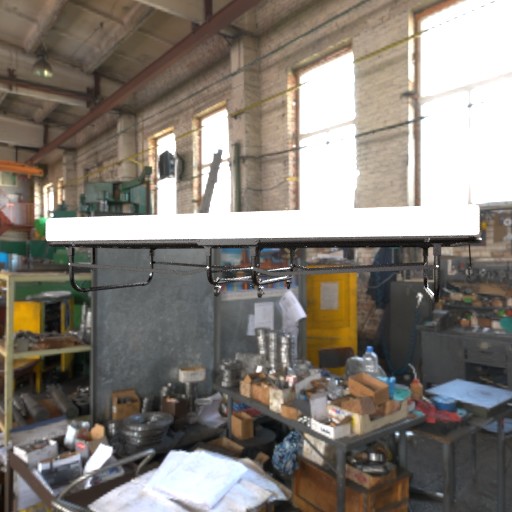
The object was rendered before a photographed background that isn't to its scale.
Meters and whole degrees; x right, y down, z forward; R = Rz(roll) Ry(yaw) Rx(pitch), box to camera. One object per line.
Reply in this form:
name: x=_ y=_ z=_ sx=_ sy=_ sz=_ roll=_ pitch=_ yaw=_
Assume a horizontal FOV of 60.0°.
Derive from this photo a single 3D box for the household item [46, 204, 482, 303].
household item: x=0.000 y=0.000 z=2.160 sx=1.905 sy=0.356 sz=0.787 roll=0 pitch=0 yaw=18
